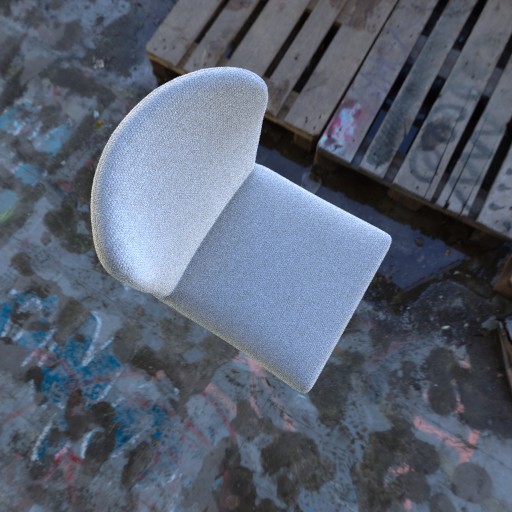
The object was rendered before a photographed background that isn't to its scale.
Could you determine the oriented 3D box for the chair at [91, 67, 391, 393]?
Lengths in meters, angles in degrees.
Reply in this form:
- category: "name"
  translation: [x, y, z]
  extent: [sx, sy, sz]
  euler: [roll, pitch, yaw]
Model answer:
- category: "chair"
  translation: [0.000, 0.000, 1.180]
  extent: [0.589, 0.839, 0.491]
  euler: [30, 78, 7]
